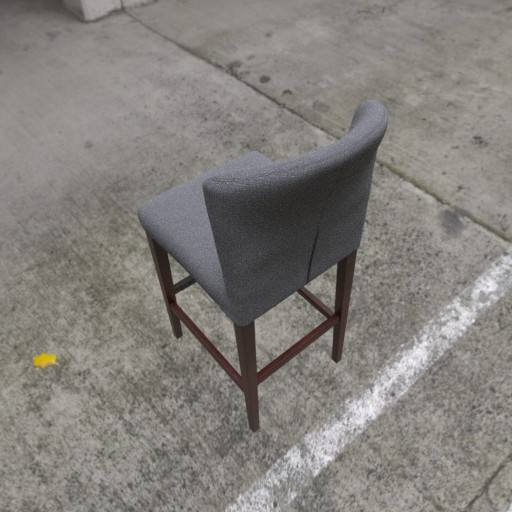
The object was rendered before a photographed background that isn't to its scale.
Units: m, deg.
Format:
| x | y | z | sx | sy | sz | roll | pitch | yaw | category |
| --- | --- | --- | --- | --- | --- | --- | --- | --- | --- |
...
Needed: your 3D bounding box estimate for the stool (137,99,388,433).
| x | y | z | sx | sy | sz | roll | pitch | yaw | category |
| --- | --- | --- | --- | --- | --- | --- | --- | --- | --- |
| 0.000 | 0.000 | 1.368 | 0.486 | 1.069 | 0.568 | -32 | 55 | -26 | stool |
